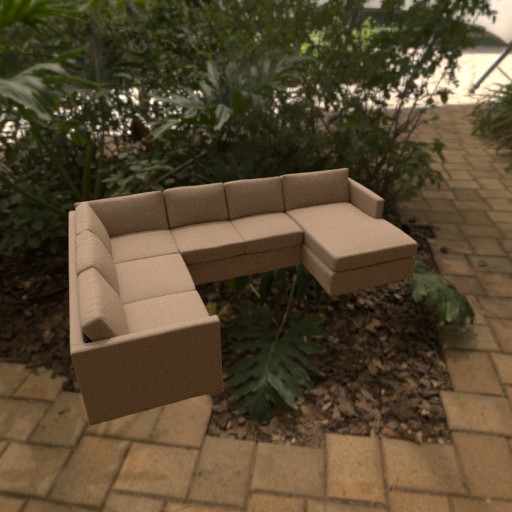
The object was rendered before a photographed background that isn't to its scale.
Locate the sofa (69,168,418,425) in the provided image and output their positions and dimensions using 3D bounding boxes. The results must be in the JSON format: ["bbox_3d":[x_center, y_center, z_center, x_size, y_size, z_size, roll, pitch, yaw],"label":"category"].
[{"bbox_3d":[0.000,0.000,4.477,3.460,0.882,2.427,-10,31,-18],"label":"sofa"}]
